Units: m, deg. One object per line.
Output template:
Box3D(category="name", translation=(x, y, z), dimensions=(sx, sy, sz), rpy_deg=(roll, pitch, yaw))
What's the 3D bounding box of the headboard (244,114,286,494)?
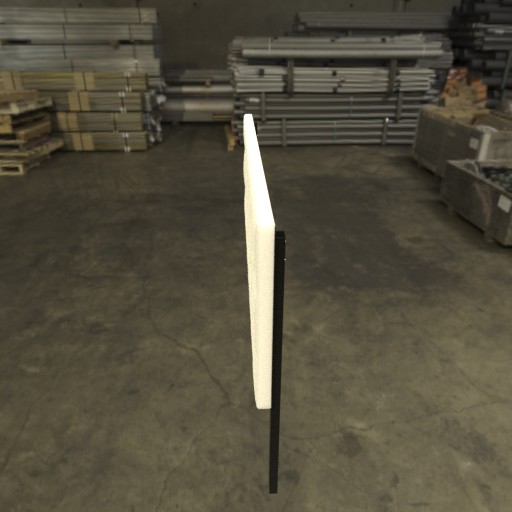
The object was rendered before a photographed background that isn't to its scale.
Box3D(category="headboard", translation=(0.000, 0.000, 2.848), dimensions=(0.120, 1.410, 2.362), rpy_deg=(-1, 26, -2))
